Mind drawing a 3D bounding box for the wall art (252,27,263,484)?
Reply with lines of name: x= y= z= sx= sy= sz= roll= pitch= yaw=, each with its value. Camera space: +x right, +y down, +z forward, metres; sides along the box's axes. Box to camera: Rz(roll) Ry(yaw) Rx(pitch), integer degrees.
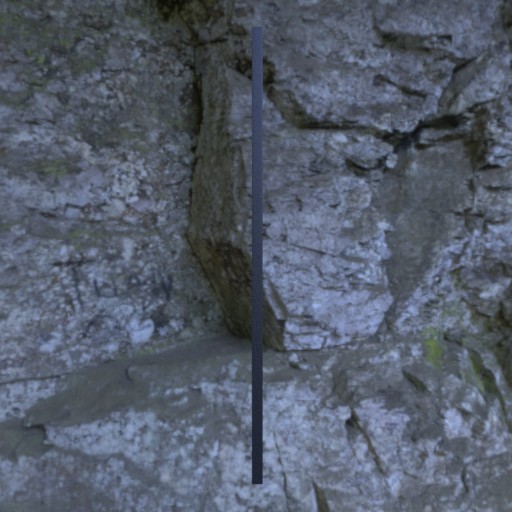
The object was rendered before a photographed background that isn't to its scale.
wall art: x=0.000 y=0.000 z=0.707 sx=0.013 sy=0.534 sz=0.381 roll=0 pitch=0 yaw=0
